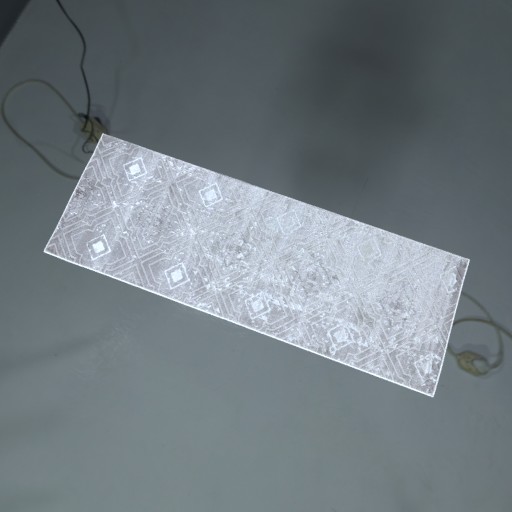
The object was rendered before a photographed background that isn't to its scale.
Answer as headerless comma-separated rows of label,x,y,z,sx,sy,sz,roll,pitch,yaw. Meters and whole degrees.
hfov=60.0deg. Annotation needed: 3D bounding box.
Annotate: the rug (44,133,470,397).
rug,0.000,0.000,2.623,2.381,0.035,0.832,20,77,5
